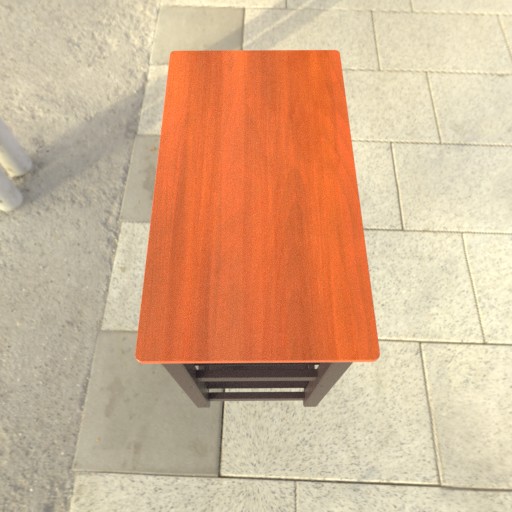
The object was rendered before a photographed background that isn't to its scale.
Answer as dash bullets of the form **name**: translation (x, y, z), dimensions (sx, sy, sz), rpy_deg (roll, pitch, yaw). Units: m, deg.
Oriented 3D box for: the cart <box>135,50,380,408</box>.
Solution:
- **cart**: translation (0.000, 0.000, 1.435), dimensions (0.457, 0.927, 0.899), rpy_deg (0, 63, 0)
